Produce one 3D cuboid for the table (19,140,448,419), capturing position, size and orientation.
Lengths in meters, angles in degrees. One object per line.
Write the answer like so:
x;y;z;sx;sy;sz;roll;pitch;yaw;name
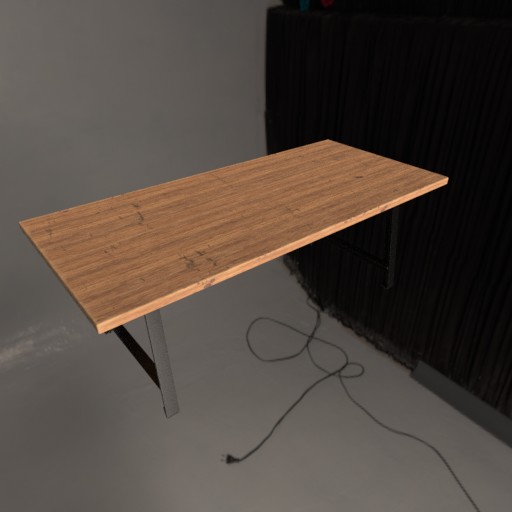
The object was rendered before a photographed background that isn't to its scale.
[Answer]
0.000;0.000;2.633;2.200;0.757;1.000;-23;38;-32;table
